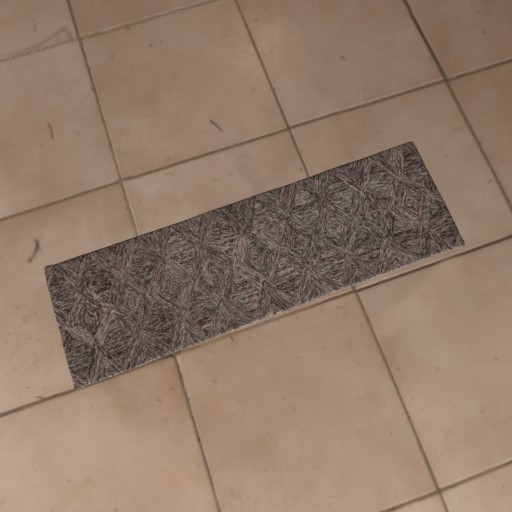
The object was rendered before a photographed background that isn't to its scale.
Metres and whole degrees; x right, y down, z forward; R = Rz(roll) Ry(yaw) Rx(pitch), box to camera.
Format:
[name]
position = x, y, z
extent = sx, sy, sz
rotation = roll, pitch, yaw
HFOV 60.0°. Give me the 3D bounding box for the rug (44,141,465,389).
[rug]
position = 0.000, 0.000, 2.522
extent = 2.305, 0.013, 0.719
rotation = -20, 76, -5
